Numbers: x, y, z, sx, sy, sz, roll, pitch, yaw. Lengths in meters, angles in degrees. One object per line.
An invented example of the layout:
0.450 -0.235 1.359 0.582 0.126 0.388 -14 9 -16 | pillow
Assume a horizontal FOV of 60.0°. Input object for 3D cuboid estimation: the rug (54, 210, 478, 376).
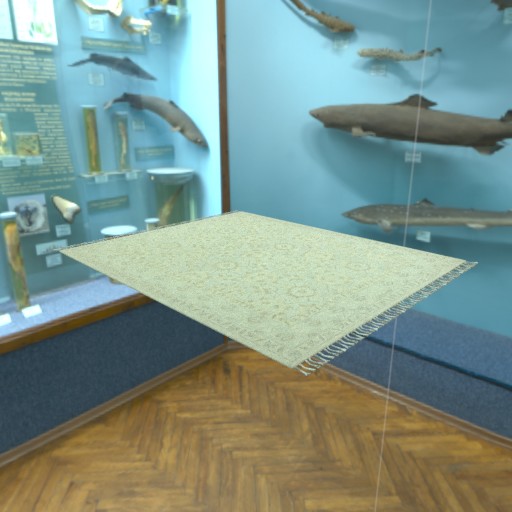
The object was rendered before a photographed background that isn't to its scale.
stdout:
0.000 0.000 4.028 3.043 0.013 2.444 17 25 42 | rug
